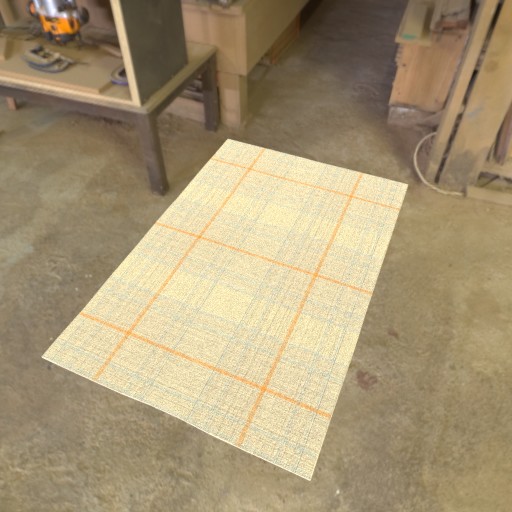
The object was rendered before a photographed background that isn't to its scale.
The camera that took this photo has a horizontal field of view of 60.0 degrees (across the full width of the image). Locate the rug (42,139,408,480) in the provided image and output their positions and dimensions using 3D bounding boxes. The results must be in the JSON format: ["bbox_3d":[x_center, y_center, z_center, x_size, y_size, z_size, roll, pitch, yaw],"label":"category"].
[{"bbox_3d":[0.000,0.000,2.309,1.232,0.015,1.825,18,50,16],"label":"rug"}]
